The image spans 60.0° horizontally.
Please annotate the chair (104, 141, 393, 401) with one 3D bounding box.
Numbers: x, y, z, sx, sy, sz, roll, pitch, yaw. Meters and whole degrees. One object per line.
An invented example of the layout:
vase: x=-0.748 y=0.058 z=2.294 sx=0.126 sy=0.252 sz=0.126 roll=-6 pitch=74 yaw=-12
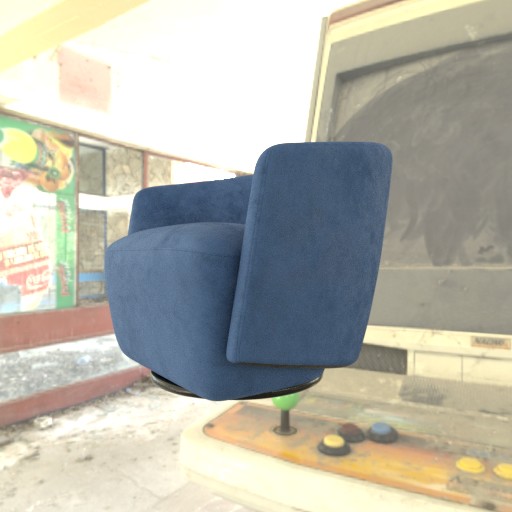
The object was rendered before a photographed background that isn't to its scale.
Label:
chair: x=0.000 y=0.000 z=1.353 sx=0.767 sy=0.698 sz=0.773 roll=0 pitch=0 yaw=-35
